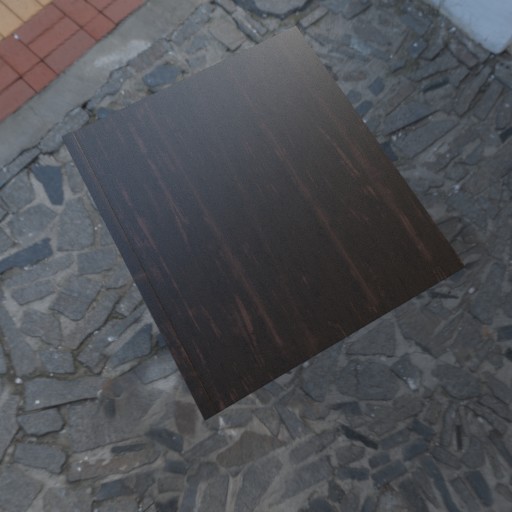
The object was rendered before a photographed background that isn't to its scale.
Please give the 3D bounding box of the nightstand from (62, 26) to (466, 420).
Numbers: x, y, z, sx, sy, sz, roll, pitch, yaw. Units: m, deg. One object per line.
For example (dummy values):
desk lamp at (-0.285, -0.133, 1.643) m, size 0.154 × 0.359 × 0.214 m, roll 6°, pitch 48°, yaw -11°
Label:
nightstand at (0.000, 0.000, 0.823) m, size 0.356 × 0.559 × 0.400 m, roll -29°, pitch 77°, yaw -7°
